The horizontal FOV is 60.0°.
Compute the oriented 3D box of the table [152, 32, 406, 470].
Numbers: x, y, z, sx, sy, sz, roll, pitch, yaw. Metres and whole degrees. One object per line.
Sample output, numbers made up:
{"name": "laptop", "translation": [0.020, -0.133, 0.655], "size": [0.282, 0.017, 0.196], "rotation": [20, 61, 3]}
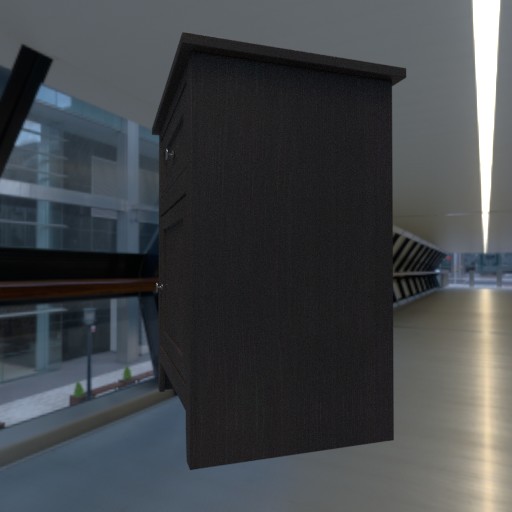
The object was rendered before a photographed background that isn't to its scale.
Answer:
{"name": "table", "translation": [0.000, 0.000, 0.918], "size": [0.381, 0.635, 0.480], "rotation": [0, -1, -18]}
